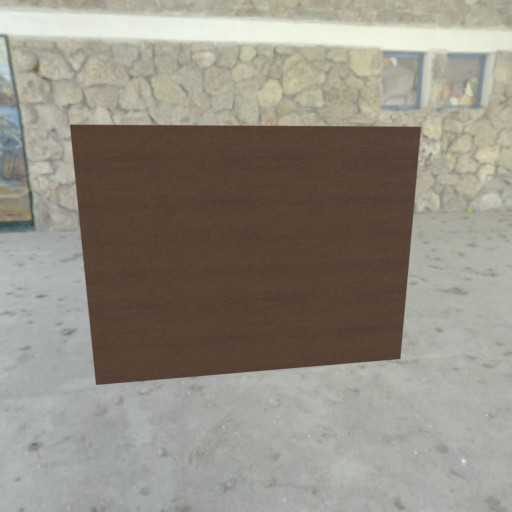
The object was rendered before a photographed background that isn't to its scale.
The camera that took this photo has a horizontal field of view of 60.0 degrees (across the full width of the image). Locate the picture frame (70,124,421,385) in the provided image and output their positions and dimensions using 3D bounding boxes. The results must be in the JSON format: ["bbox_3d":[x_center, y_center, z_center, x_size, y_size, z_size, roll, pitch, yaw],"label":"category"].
[{"bbox_3d":[0.000,0.000,1.804,1.329,1.018,0.045,-2,15,-9],"label":"picture frame"}]
